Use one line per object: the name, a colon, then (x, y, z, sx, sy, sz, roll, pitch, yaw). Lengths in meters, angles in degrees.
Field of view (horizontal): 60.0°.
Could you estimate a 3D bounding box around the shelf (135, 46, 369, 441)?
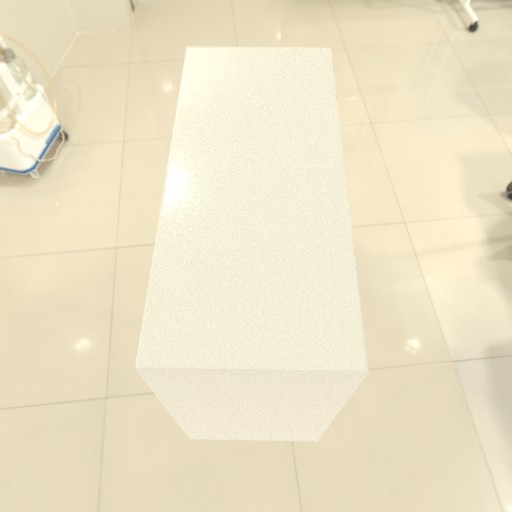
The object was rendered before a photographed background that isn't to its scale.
shelf: (0.000, 0.000, 1.293, 0.396, 0.732, 0.895, 1, 59, 0)
